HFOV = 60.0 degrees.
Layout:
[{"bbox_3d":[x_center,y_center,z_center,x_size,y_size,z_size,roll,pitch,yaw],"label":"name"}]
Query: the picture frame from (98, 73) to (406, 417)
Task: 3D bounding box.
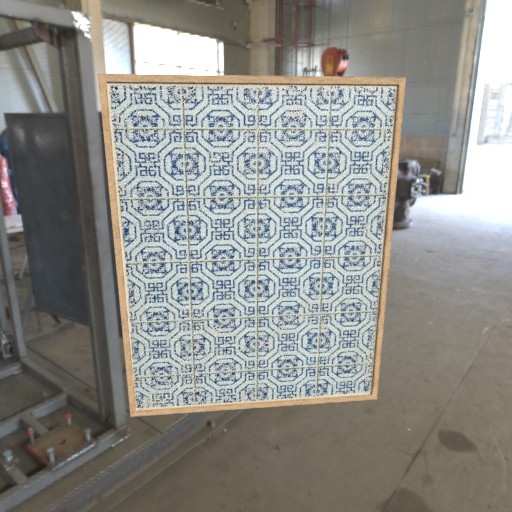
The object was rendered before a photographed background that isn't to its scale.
[{"bbox_3d":[0.000,0.000,0.700,0.421,0.526,0.046,-2,17,-6],"label":"picture frame"}]
